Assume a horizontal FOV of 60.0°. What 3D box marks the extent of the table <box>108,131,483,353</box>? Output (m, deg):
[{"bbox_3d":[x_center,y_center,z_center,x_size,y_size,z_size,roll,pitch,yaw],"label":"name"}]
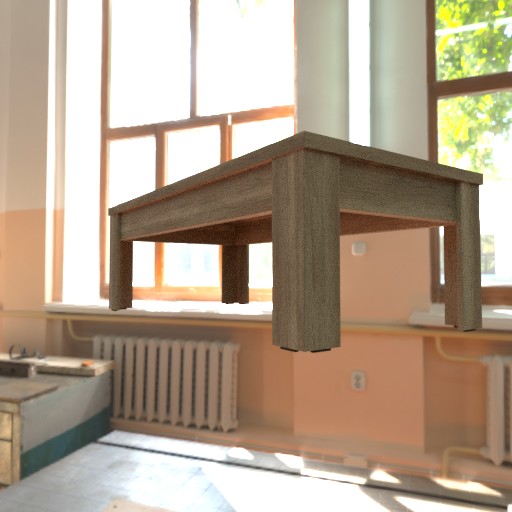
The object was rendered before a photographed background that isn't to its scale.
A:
[{"bbox_3d":[0.000,0.000,1.657,0.700,0.460,1.350,2,-3,-35],"label":"table"}]
